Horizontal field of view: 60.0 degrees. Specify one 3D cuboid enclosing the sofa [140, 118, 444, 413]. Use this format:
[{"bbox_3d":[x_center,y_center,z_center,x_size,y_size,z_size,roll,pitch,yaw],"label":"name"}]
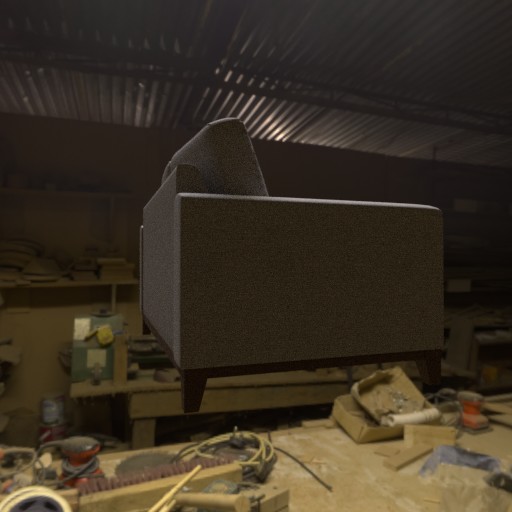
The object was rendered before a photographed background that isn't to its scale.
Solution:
[{"bbox_3d":[0.000,0.000,2.010,0.917,0.873,1.420,0,-1,-19],"label":"sofa"}]
